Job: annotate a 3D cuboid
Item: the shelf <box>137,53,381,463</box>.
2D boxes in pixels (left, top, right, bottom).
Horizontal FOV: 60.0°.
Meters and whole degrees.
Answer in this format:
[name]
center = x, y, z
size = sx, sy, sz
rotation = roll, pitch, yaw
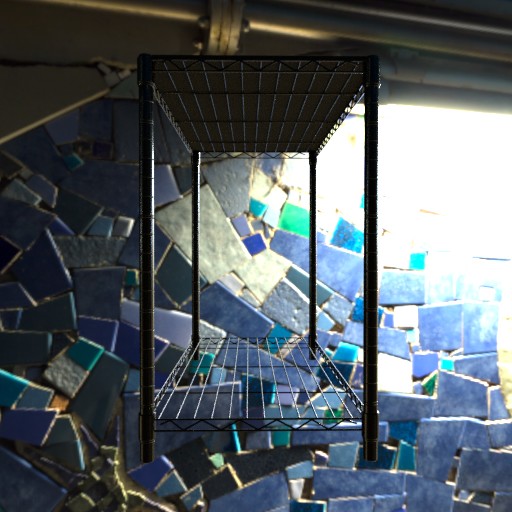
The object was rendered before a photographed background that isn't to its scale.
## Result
[shelf]
center = 0.000, 0.000, 0.902
size = 0.338, 0.564, 0.589
rotation = 0, 1, -1
